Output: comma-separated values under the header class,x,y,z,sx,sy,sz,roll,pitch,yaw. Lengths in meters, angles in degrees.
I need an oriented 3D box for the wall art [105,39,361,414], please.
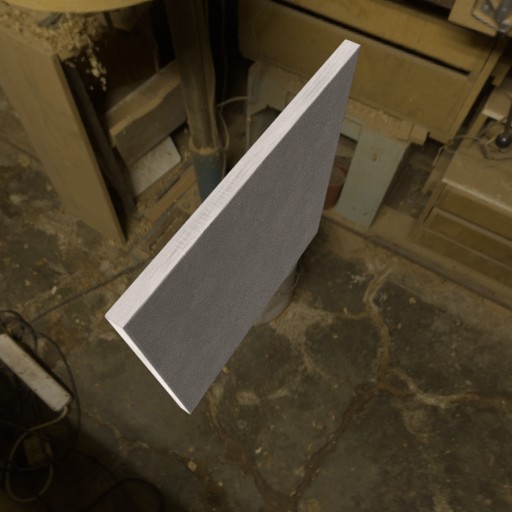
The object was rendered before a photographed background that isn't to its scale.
class,x,y,z,sx,sy,sz,roll,pitch,yaw
wall art,0.000,0.000,0.452,0.015,0.303,0.303,30,66,15
